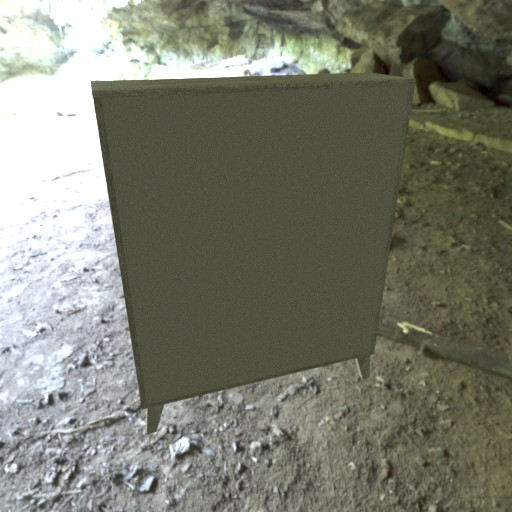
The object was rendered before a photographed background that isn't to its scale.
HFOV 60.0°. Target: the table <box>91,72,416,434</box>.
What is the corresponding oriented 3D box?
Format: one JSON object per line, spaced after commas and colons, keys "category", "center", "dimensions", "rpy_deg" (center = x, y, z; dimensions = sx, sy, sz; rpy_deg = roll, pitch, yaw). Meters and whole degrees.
{"category": "table", "center": [0.000, 0.000, 1.532], "dimensions": [0.902, 1.135, 0.256], "rpy_deg": [-9, 28, -17]}
